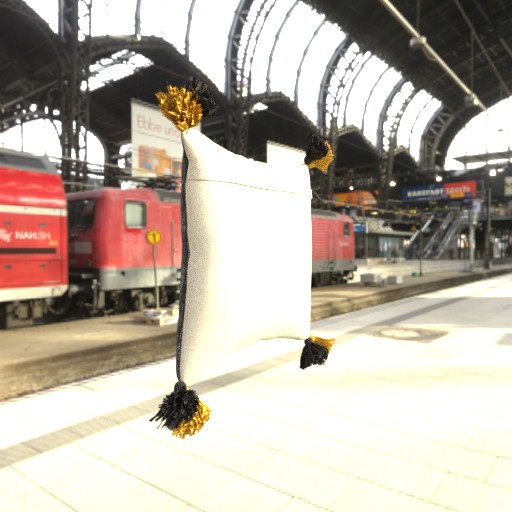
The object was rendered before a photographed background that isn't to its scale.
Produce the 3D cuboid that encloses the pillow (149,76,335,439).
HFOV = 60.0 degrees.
[{"bbox_3d":[0.000,0.000,1.008,0.139,0.659,0.654,1,1,36],"label":"pillow"}]
